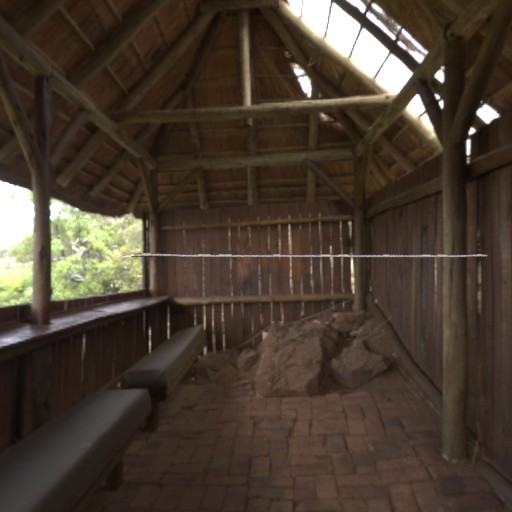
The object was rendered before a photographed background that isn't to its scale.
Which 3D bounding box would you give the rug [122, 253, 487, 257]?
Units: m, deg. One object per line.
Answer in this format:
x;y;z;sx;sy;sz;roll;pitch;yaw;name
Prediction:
0.000;0.000;4.314;2.443;0.024;3.228;0;0;-18;rug
